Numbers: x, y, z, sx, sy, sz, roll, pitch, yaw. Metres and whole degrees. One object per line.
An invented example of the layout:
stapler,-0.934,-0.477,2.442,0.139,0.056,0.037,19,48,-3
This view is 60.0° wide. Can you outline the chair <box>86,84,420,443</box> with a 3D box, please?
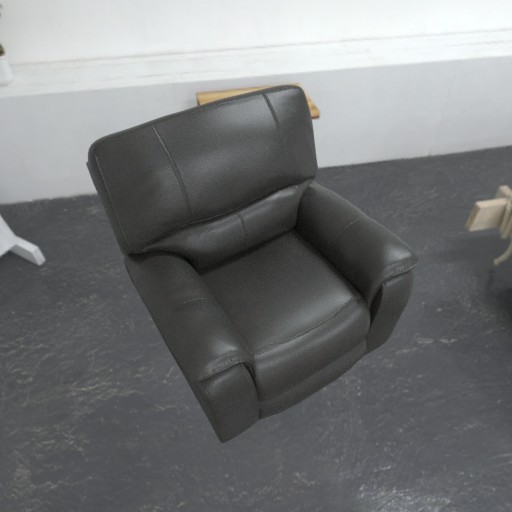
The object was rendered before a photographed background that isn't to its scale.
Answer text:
chair,0.000,0.000,2.012,1.096,1.109,1.087,-25,52,-21
